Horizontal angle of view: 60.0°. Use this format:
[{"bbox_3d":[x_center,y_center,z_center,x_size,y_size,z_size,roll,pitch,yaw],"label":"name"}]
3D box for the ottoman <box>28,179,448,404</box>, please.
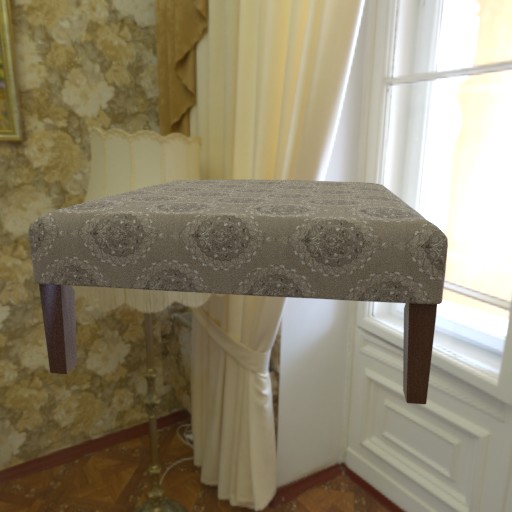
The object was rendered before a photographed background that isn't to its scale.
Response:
[{"bbox_3d":[0.000,0.000,1.370,0.890,0.411,0.889,2,15,9],"label":"ottoman"}]
